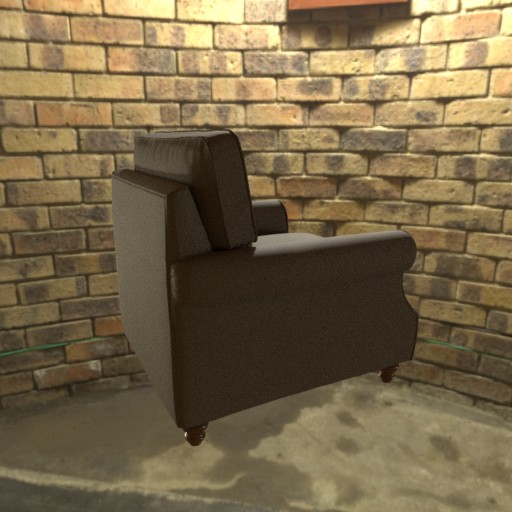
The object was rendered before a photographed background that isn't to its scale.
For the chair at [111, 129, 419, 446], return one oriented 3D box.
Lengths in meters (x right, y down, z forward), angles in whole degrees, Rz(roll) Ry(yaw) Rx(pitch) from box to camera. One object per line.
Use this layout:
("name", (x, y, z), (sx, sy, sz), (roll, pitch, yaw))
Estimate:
("chair", (0.000, 0.000, 1.777), (0.966, 0.967, 1.029), (-8, 17, -26))
